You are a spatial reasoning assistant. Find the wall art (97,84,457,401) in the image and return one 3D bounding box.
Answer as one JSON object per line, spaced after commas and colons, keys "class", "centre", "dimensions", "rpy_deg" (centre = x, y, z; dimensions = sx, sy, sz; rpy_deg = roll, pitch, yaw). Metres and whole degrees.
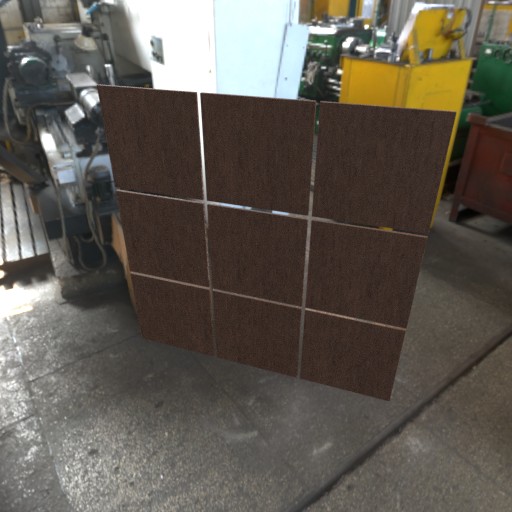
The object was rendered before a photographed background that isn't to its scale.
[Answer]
{"class": "wall art", "centre": [0.000, 0.000, 2.206], "dimensions": [1.527, 1.525, 0.014], "rpy_deg": [10, 33, 16]}
